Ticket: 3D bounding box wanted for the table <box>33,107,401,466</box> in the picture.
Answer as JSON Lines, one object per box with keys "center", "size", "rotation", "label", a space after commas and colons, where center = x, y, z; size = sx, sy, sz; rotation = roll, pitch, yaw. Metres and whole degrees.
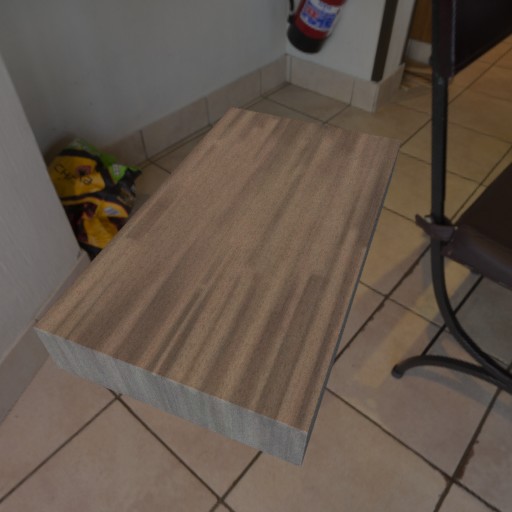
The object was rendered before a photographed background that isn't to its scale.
{"center": [0.000, 0.000, 1.379], "size": [0.643, 0.347, 1.088], "rotation": [16, 48, 15], "label": "table"}
